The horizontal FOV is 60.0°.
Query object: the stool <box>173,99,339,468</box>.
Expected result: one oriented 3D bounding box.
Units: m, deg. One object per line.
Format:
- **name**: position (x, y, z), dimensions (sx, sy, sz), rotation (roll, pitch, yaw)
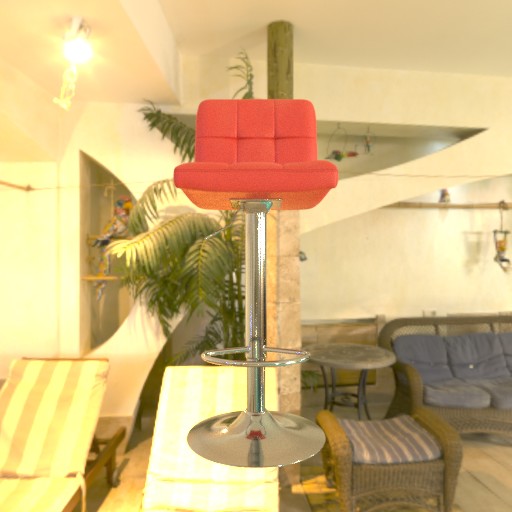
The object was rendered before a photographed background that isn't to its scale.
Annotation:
- **stool**: position (0.000, 0.000, 1.364), dimensions (0.430, 1.115, 0.505), rotation (0, 0, 0)
